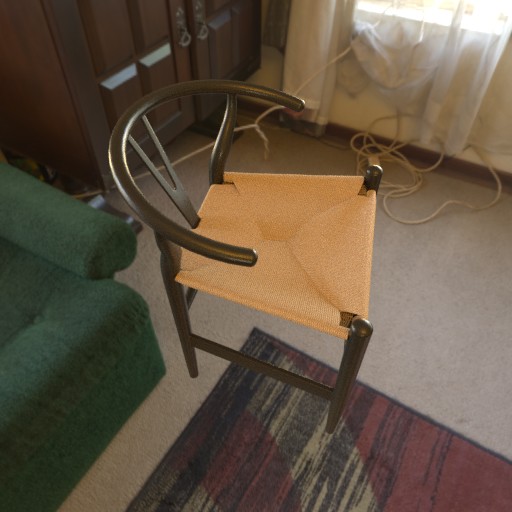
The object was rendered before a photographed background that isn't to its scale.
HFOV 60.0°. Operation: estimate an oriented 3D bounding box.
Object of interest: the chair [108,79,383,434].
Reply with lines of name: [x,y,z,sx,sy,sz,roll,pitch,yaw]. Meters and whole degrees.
chair: [0.000,0.000,1.140,0.570,0.739,0.570,10,48,9]
